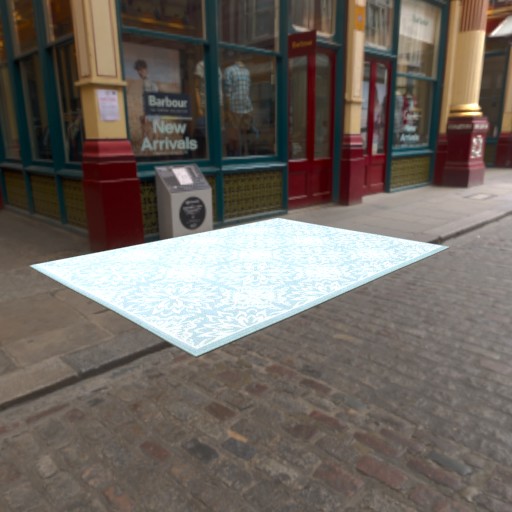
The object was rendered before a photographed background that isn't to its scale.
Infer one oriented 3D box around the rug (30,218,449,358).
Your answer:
[{"bbox_3d":[0.000,0.000,2.839,1.589,0.014,2.205,14,21,43],"label":"rug"}]
